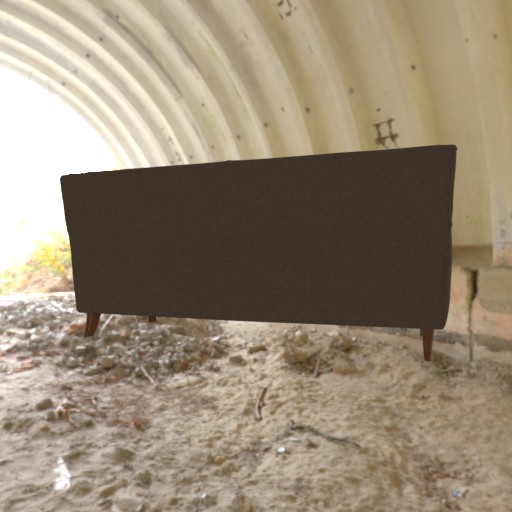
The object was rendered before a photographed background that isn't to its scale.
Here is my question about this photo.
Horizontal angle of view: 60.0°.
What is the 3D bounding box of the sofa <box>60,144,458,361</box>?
[{"bbox_3d":[0.000,0.000,2.485,2.002,0.907,0.843,0,-1,19],"label":"sofa"}]
